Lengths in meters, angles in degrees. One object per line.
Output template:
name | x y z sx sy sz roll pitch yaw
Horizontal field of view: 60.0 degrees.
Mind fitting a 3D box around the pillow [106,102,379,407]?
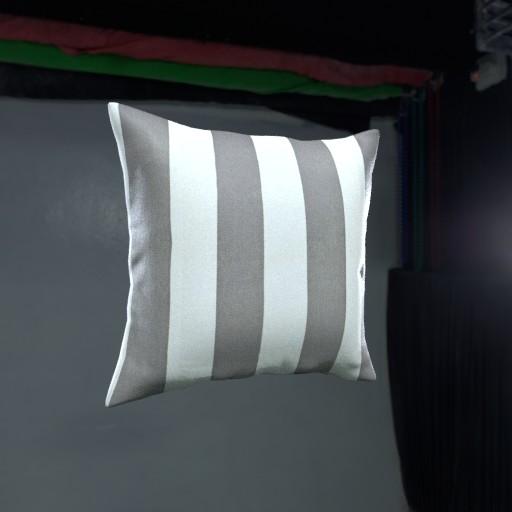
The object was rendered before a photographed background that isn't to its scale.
pillow | 0.000 0.000 0.812 0.522 0.507 0.192 0 0 -19
